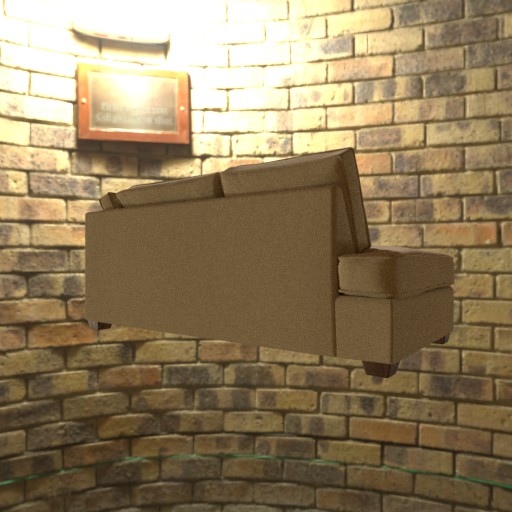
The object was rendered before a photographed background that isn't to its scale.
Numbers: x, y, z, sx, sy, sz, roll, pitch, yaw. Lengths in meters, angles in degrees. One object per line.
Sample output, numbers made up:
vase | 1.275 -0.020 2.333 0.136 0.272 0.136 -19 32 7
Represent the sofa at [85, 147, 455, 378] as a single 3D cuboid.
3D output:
sofa | 0.000 0.000 2.894 2.237 1.033 1.110 0 0 37
